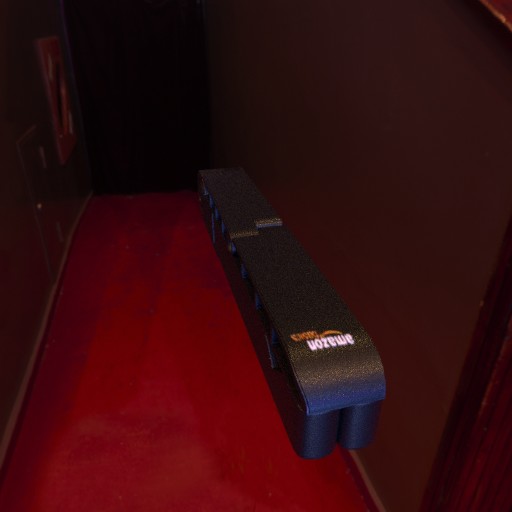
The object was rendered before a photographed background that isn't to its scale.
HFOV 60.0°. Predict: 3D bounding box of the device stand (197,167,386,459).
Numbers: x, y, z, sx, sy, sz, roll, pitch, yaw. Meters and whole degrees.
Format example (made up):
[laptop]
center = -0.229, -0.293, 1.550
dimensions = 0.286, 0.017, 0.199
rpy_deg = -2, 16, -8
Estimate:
[device stand]
center = 0.000, 0.000, 0.189
dimensions = 0.026, 0.030, 0.179
rpy_deg = -7, 30, -13
